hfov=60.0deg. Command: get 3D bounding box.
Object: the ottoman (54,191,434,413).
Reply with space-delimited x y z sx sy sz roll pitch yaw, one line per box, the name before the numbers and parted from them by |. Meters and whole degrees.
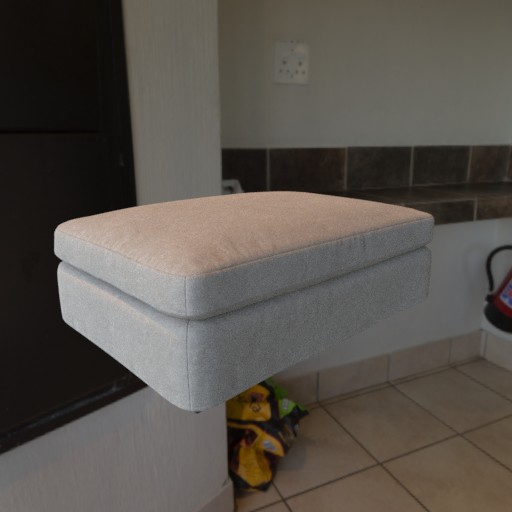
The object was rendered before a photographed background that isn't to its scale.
ottoman | 0.000 0.000 1.649 1.199 0.429 0.840 -13 20 -41
